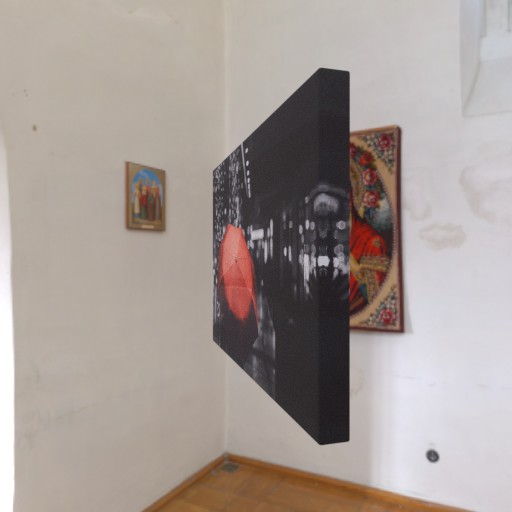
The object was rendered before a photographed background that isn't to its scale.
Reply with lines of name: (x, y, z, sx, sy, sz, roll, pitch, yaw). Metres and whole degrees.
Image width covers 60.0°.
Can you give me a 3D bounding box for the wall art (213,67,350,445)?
wall art: (0.000, 0.000, 0.771, 0.037, 0.406, 0.609, 0, 0, -16)
